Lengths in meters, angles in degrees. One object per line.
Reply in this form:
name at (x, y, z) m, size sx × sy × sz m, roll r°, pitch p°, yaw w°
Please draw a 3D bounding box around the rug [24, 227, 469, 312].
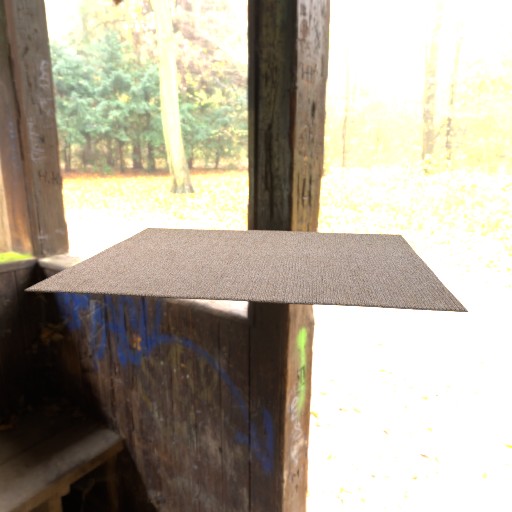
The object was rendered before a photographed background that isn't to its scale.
rug at (0.000, 0.000, 4.134) m, size 3.034 × 0.012 × 2.406 m, roll 2°, pitch 15°, yaw 8°
